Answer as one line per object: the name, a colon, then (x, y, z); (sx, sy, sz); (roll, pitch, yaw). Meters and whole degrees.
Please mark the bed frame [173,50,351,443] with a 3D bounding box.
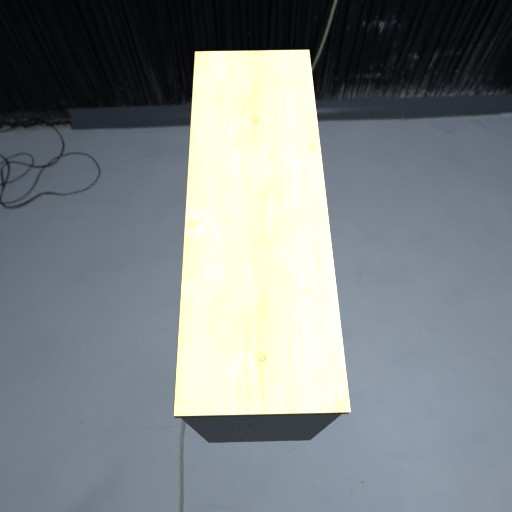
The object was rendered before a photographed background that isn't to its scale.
bed frame: (0.000, 0.000, 1.746); (0.430, 0.850, 1.300); (-1, 63, -1)
